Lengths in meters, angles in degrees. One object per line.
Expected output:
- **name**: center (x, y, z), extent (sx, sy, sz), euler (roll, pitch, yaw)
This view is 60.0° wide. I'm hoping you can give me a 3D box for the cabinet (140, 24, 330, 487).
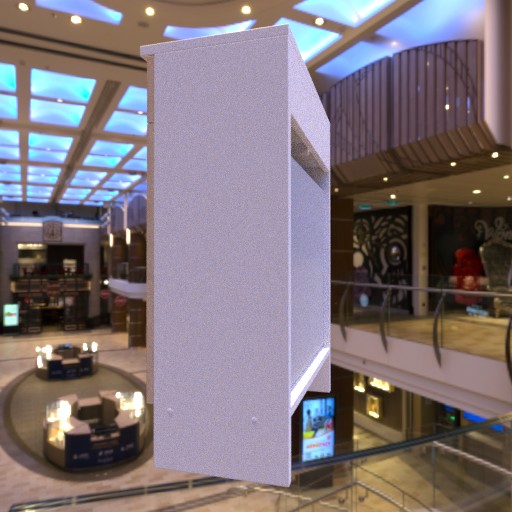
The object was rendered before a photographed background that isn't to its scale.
- **cabinet**: center (0.000, 0.000, 1.107), extent (0.296, 0.815, 0.600), euler (0, -1, 16)
